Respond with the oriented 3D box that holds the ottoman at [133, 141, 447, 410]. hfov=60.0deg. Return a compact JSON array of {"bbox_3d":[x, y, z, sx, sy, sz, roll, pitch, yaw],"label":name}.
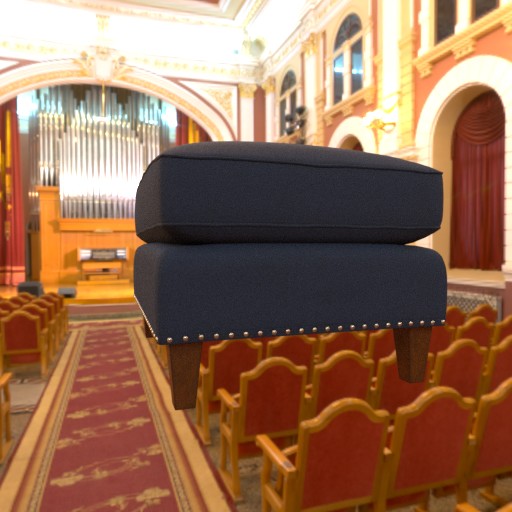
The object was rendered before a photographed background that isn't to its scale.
[{"bbox_3d":[0.000,0.000,1.151,0.584,0.513,0.741,0,1,-18],"label":"ottoman"}]
